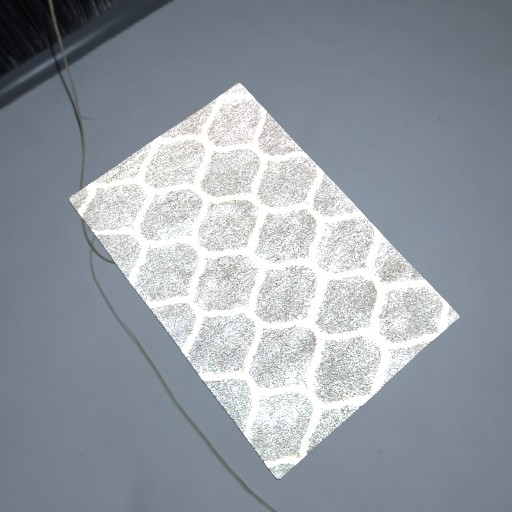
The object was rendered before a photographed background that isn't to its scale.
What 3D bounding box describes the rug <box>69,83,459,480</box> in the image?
[{"bbox_3d":[0.000,0.000,3.500,1.801,0.026,2.701,-38,77,-10],"label":"rug"}]
